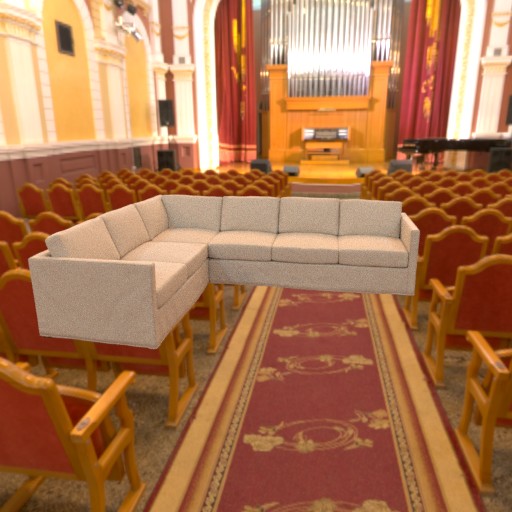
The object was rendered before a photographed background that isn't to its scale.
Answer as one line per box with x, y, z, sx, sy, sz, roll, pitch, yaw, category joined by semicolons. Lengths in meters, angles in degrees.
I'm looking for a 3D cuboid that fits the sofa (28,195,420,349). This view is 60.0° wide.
0.000;0.000;4.376;3.182;0.871;2.432;3;17;9;sofa
